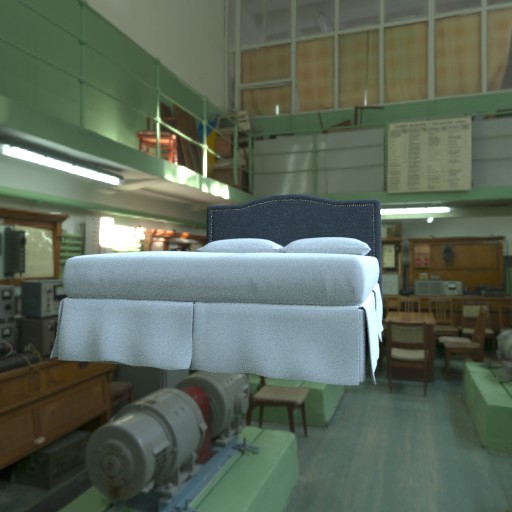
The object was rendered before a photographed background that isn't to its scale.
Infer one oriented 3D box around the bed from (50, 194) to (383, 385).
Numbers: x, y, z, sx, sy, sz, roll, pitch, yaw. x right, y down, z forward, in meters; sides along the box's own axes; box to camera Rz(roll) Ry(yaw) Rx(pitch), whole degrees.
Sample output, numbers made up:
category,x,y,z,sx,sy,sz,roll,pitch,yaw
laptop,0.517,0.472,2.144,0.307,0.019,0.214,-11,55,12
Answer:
category,x,y,z,sx,sy,sz,roll,pitch,yaw
bed,0.000,0.000,3.951,2.161,1.457,2.689,0,0,17
